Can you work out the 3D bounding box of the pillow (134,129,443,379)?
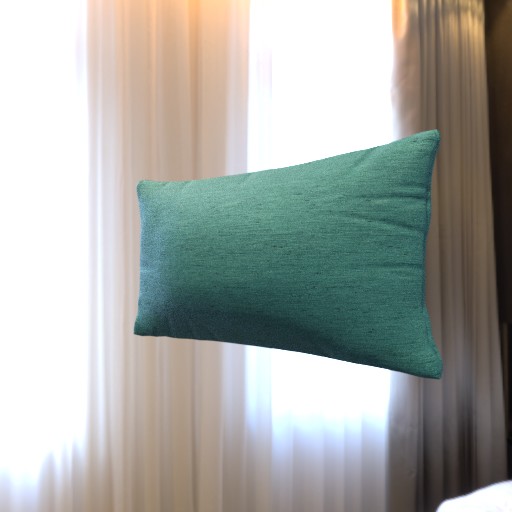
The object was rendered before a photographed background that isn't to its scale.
[{"bbox_3d":[0.000,0.000,0.788,0.633,0.338,0.210,-1,-2,36],"label":"pillow"}]
